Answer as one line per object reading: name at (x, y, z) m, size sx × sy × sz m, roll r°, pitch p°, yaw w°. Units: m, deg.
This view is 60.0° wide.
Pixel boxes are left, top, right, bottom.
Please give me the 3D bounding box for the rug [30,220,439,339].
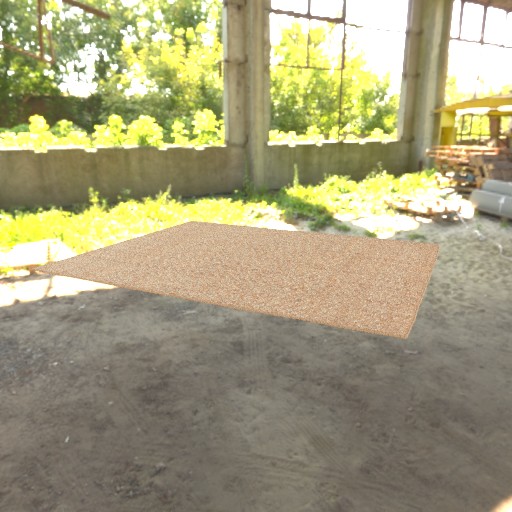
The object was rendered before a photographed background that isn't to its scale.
rug at (0.000, 0.000, 4.121) m, size 3.048 × 0.013 × 2.439 m, roll 7°, pitch 17°, yaw 25°
